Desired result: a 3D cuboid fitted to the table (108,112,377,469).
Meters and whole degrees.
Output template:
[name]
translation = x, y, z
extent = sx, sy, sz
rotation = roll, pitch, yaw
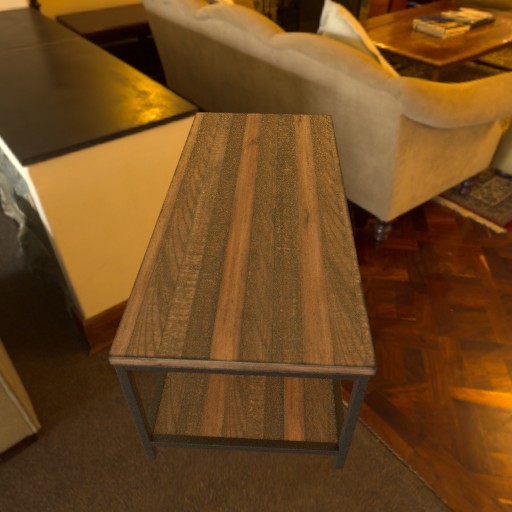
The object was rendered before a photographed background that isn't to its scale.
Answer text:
[table]
translation = 0.000, 0.000, 1.243
extent = 0.452, 0.399, 0.990
rotation = 2, 41, 2
